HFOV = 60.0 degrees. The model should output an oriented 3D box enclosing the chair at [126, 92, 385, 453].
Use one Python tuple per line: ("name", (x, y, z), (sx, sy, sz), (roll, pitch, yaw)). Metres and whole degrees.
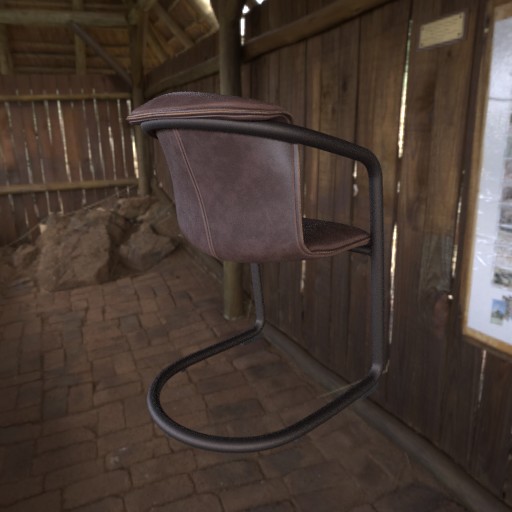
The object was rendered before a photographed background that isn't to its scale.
("chair", (0.000, 0.000, 1.248), (0.664, 0.836, 0.536), (-14, 20, -43))
